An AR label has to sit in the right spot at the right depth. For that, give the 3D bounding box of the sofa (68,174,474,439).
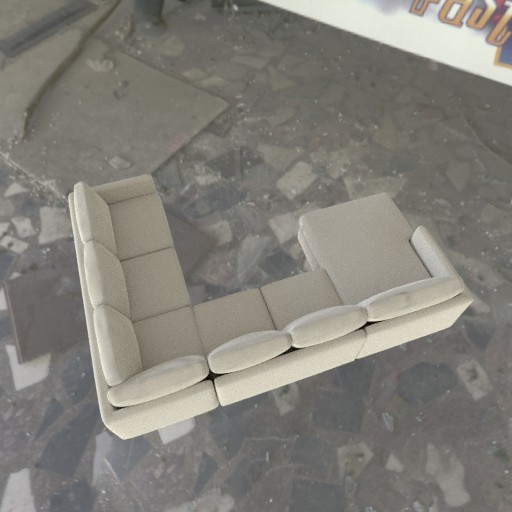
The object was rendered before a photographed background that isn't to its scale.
[{"bbox_3d":[0.000,0.000,4.655,3.459,0.956,2.593,-16,59,-10],"label":"sofa"}]
